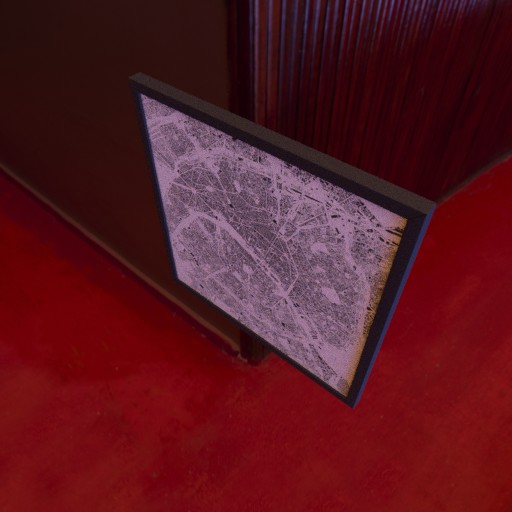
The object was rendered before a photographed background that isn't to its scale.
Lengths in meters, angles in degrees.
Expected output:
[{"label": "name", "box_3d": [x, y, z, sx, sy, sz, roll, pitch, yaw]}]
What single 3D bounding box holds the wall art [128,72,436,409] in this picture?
[{"label": "wall art", "box_3d": [0.000, 0.000, 1.184, 0.763, 0.763, 0.037, 31, 55, 25]}]
